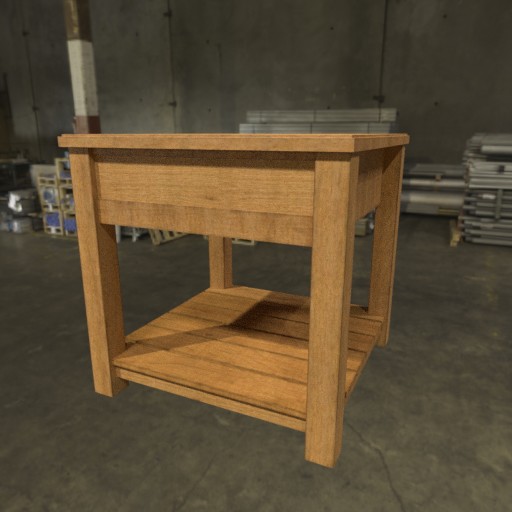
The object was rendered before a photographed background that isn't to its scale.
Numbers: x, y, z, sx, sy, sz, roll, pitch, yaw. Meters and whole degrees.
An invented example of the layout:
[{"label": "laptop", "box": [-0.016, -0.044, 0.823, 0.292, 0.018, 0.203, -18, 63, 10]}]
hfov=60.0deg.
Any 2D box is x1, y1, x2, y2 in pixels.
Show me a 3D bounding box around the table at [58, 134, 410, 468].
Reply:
[{"label": "table", "box": [0.000, 0.000, 1.118, 0.612, 0.593, 0.616, 7, 17, 25]}]
